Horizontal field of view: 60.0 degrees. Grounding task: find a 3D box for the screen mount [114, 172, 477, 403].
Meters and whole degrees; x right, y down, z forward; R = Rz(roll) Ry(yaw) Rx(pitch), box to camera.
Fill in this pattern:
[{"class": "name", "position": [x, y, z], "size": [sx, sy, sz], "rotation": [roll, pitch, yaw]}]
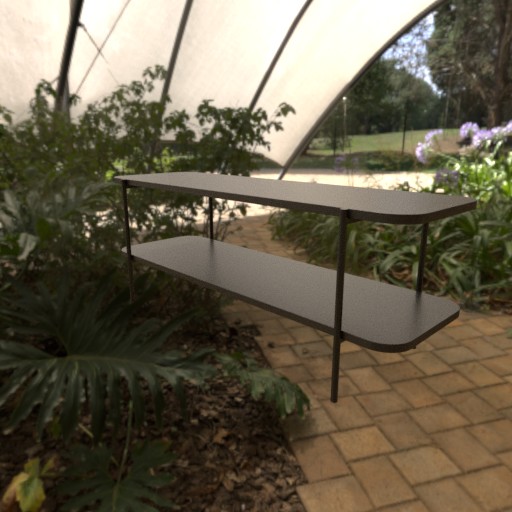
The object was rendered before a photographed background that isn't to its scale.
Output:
[{"class": "screen mount", "position": [0.000, 0.000, 1.409], "size": [0.400, 0.447, 1.200], "rotation": [-14, 21, -42]}]
